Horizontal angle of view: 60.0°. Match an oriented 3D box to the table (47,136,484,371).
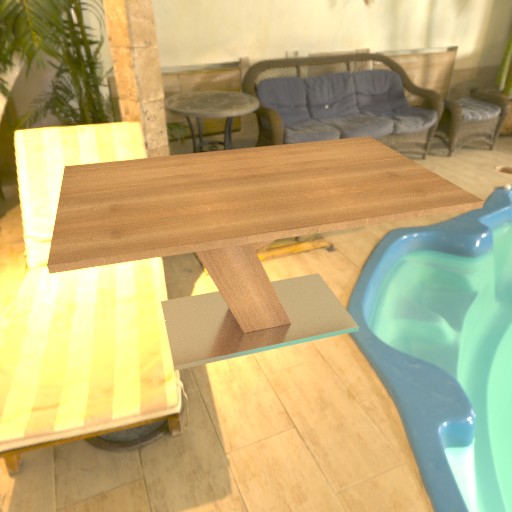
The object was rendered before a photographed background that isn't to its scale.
[{"bbox_3d":[0.000,0.000,2.103,1.600,0.750,0.900,-9,33,-14],"label":"table"}]
